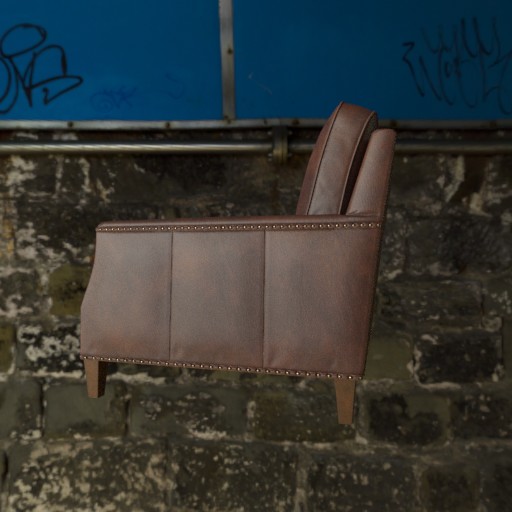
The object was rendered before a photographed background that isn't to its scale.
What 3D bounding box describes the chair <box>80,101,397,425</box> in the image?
[{"bbox_3d":[0.000,0.000,1.712,1.014,0.929,0.853,0,0,16],"label":"chair"}]
